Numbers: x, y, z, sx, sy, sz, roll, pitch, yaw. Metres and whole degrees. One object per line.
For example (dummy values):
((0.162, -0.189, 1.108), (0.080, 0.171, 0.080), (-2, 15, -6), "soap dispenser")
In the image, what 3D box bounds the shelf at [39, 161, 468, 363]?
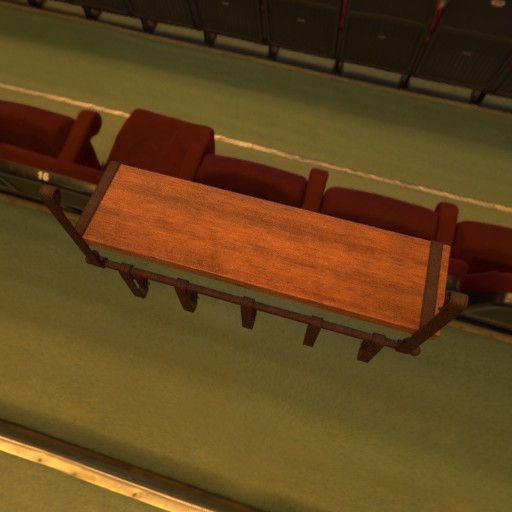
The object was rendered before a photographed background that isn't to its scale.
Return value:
((0.000, 0.000, 0.703), (0.567, 0.330, 0.146), (15, 65, 7), "shelf")
